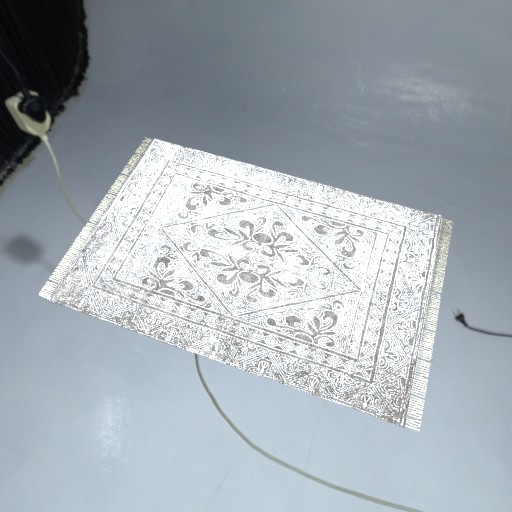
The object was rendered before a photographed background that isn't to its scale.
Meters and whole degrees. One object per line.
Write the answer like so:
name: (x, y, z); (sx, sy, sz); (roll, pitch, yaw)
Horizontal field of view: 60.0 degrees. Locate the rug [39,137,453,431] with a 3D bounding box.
rug: (0.000, 0.000, 3.000); (2.440, 0.010, 1.529); (17, 60, 10)
